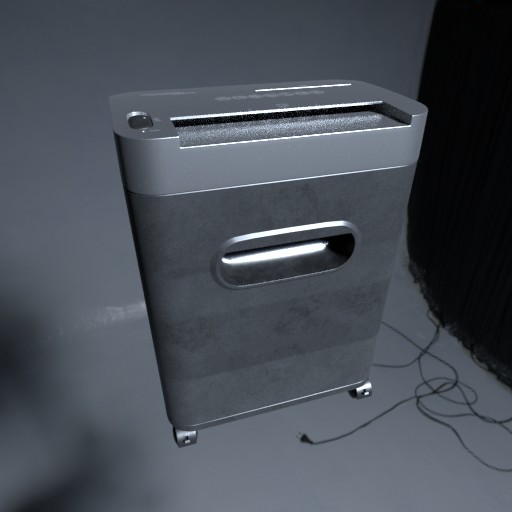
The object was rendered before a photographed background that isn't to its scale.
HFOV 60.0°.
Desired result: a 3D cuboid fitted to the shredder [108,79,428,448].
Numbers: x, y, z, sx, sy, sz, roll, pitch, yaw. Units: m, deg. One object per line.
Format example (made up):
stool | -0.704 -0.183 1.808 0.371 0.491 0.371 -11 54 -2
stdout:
shredder | 0.000 0.000 0.596 0.311 0.419 0.237 -9 33 -15
